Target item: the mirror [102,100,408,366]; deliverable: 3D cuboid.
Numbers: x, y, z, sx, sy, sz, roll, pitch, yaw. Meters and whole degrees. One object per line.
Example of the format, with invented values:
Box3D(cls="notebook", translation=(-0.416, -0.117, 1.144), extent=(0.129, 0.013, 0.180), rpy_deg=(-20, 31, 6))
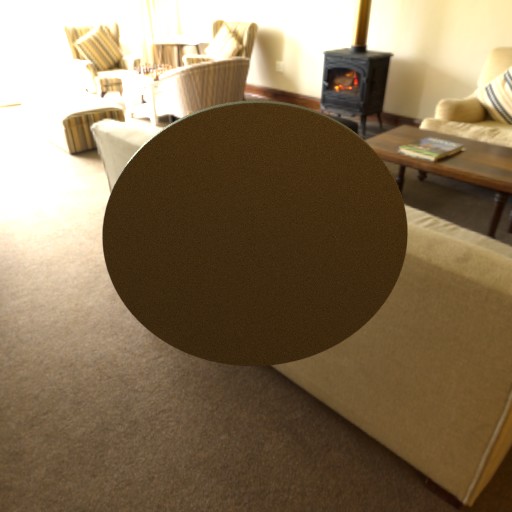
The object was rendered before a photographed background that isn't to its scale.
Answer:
Box3D(cls="mirror", translation=(0.000, 0.000, 1.599), extent=(1.077, 1.077, 0.036), rpy_deg=(-1, 32, -1))
